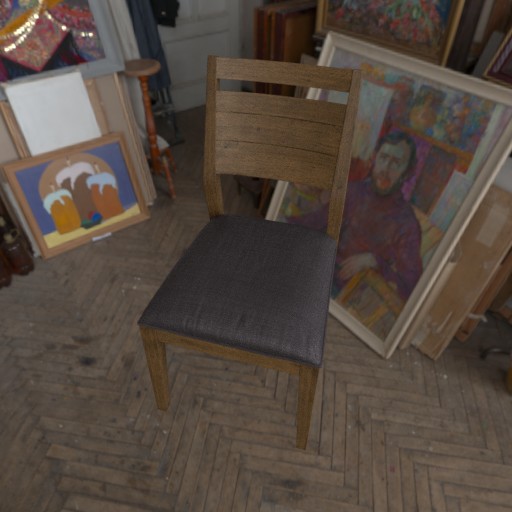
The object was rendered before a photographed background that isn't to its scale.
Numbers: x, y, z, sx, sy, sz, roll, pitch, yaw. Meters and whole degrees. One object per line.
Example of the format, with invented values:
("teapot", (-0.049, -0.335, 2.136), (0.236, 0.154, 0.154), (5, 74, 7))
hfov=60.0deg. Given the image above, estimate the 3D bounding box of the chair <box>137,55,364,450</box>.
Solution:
("chair", (0.000, 0.000, 1.305), (0.501, 0.939, 0.610), (11, 43, 12))
